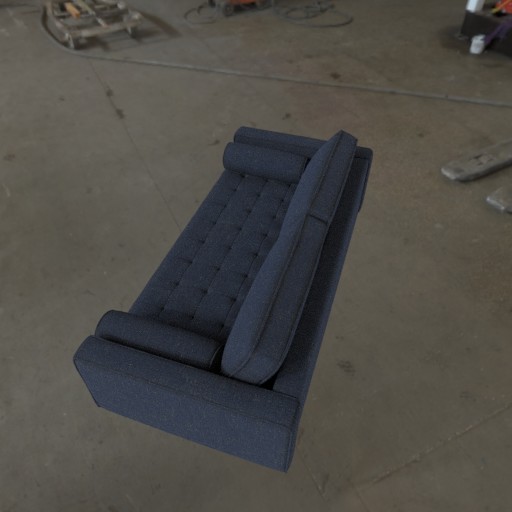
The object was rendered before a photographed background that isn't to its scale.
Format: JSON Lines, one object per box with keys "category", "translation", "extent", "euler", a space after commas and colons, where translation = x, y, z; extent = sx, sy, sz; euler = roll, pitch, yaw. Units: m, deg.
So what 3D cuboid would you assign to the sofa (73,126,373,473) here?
{"category": "sofa", "translation": [0.000, 0.000, 2.355], "extent": [0.914, 0.762, 1.880], "euler": [14, 47, 13]}
